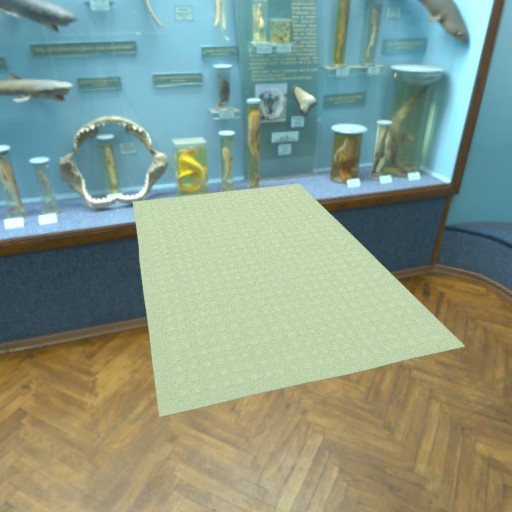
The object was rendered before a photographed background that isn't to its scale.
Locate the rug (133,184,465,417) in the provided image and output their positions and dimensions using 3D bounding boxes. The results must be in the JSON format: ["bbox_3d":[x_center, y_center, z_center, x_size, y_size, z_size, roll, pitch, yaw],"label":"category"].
[{"bbox_3d":[0.000,0.000,2.255,1.143,0.006,1.747,-8,32,-14],"label":"rug"}]
